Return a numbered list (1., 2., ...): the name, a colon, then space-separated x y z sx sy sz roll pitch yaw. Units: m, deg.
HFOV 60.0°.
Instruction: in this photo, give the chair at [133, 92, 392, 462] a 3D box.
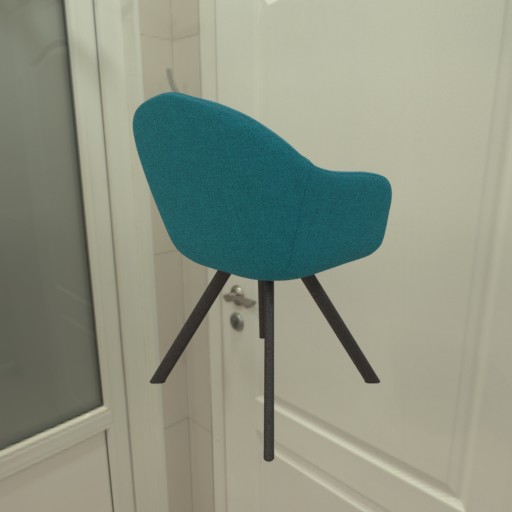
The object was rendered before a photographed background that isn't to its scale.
1. chair: 0.000 0.000 1.172 0.545 0.775 0.565 14 20 43
